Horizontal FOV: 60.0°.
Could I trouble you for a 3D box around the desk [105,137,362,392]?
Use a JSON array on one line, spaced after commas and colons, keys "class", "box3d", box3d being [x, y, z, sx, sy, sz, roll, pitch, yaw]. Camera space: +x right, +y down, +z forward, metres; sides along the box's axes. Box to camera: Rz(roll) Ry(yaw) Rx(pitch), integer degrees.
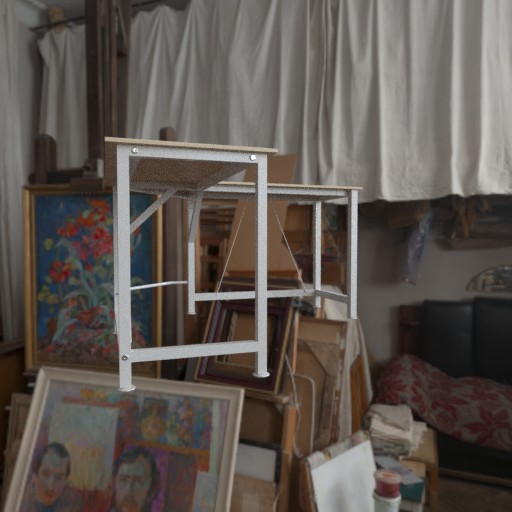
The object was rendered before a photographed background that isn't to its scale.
[{"class": "desk", "box3d": [0.000, 0.000, 2.190, 1.400, 0.762, 1.400, -1, 2, -19]}]
